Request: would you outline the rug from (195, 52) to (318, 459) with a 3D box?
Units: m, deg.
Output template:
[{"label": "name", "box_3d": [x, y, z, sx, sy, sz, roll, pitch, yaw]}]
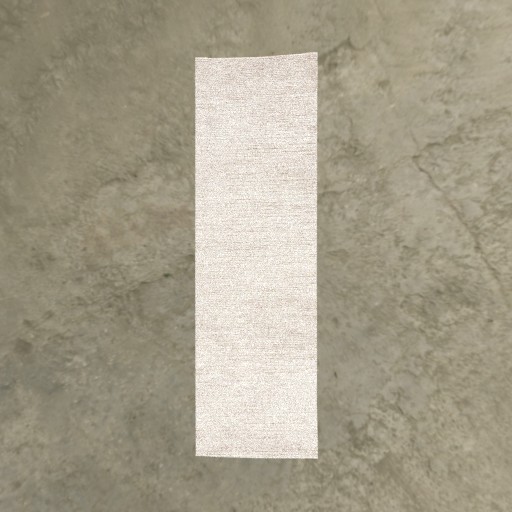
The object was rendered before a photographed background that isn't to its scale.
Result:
[{"label": "rug", "box_3d": [0.000, 0.000, 2.569, 0.712, 0.013, 2.346, 0, 90, 3]}]
